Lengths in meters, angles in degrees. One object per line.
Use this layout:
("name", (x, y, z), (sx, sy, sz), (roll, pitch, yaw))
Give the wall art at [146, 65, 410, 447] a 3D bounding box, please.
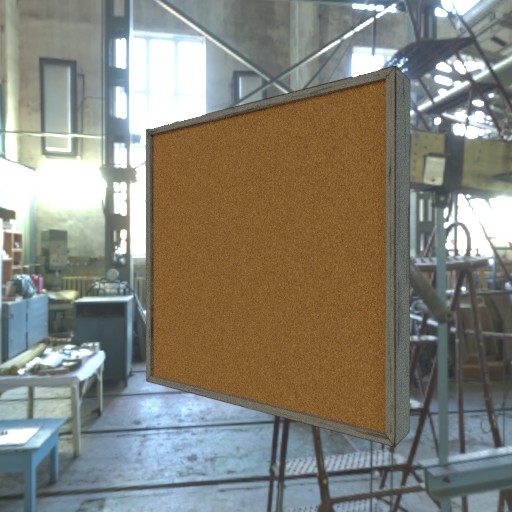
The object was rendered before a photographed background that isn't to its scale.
("wall art", (0.000, 0.000, 0.457), (0.303, 0.303, 0.036), (0, 0, 37))
